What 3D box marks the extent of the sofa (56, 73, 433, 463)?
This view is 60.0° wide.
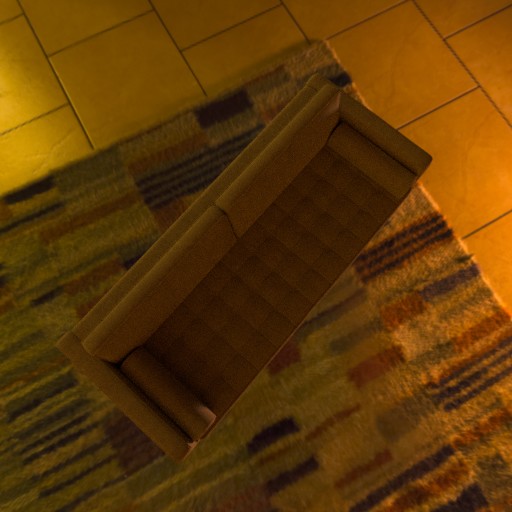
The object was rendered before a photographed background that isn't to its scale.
[{"bbox_3d":[0.000,0.000,2.626,0.919,0.770,2.200,40,79,9],"label":"sofa"}]
